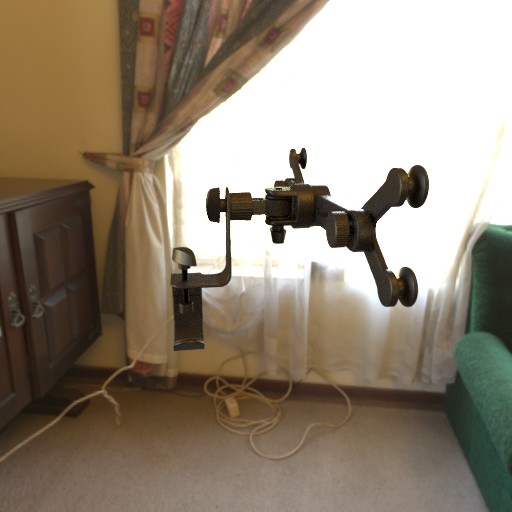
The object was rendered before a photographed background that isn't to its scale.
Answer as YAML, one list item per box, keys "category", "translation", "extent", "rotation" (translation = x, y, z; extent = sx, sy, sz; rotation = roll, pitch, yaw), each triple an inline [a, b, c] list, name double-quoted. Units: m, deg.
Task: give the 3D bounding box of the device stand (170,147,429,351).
- category: "device stand"
  translation: [0.000, 0.000, 0.367]
  extent: [0.142, 0.166, 0.270]
  rotation: [-2, 16, -8]
